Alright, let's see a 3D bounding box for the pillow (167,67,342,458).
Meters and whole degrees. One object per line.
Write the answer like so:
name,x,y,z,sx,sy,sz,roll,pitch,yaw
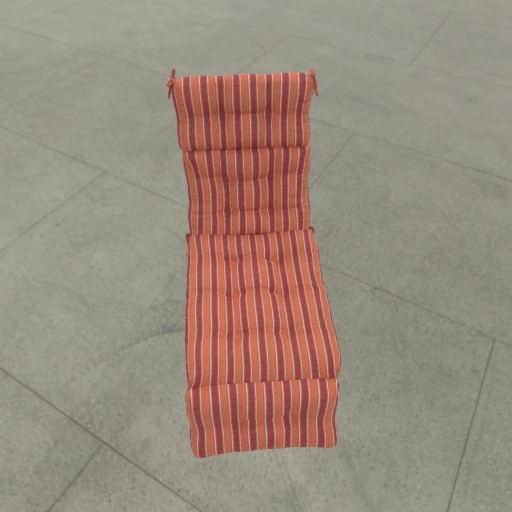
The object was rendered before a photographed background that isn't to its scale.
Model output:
pillow,0.000,0.000,1.486,0.526,0.863,1.016,-3,48,-3
